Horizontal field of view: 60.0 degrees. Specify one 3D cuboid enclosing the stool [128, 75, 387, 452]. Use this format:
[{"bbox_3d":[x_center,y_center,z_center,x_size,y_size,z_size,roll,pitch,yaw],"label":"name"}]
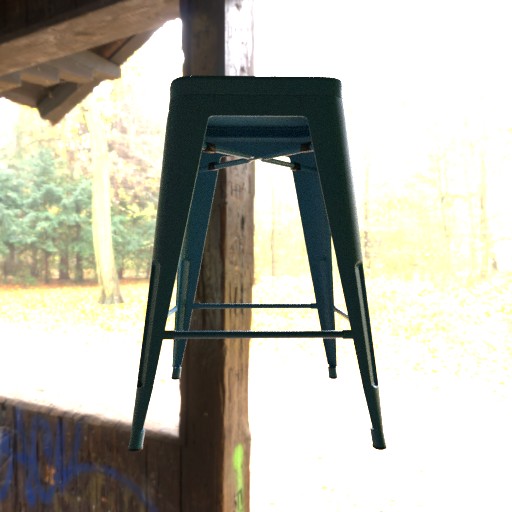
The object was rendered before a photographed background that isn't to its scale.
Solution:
[{"bbox_3d":[0.000,0.000,0.892,0.410,0.608,0.410,0,1,-1],"label":"stool"}]
